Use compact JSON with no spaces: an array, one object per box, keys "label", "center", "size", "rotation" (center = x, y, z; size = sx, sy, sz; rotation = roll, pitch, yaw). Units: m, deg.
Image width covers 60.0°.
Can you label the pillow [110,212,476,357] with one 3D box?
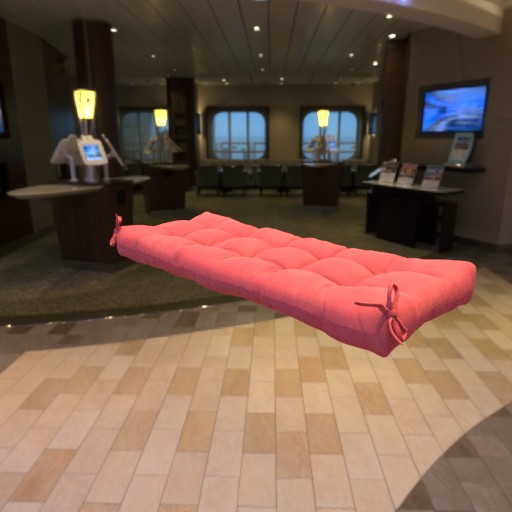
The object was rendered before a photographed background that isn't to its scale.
[{"label":"pillow","center":[0.000,0.000,1.371],"size":[0.511,0.174,1.194],"rotation":[-14,21,-42]}]
